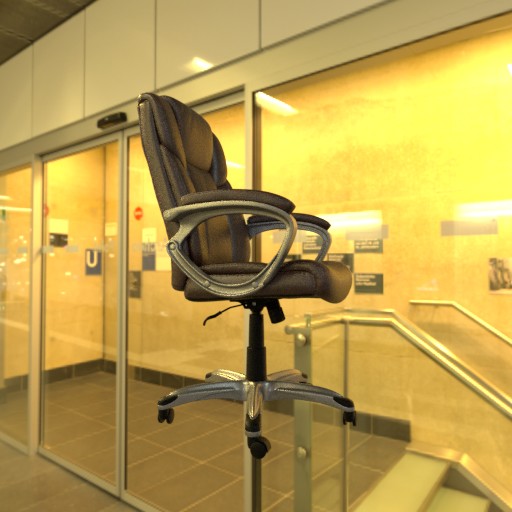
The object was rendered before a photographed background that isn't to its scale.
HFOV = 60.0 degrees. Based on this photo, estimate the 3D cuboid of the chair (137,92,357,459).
[{"bbox_3d":[0.000,0.000,1.569,0.692,1.128,0.656,0,-2,19],"label":"chair"}]
